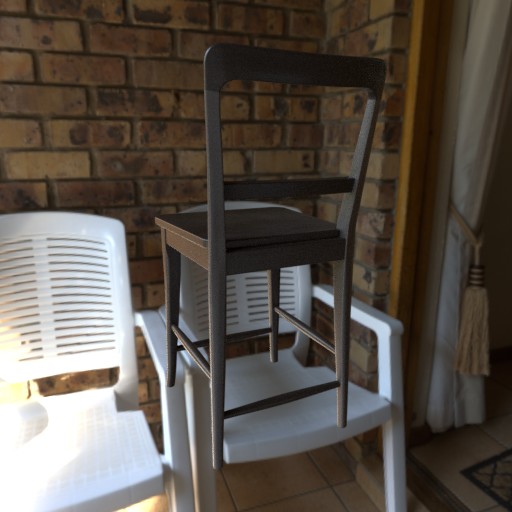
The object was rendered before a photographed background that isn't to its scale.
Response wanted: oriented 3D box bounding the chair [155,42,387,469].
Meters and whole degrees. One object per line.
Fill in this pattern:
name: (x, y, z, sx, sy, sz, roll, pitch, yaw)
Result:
chair: (0.000, 0.000, 1.253, 0.450, 0.991, 0.546, -7, 16, -25)
